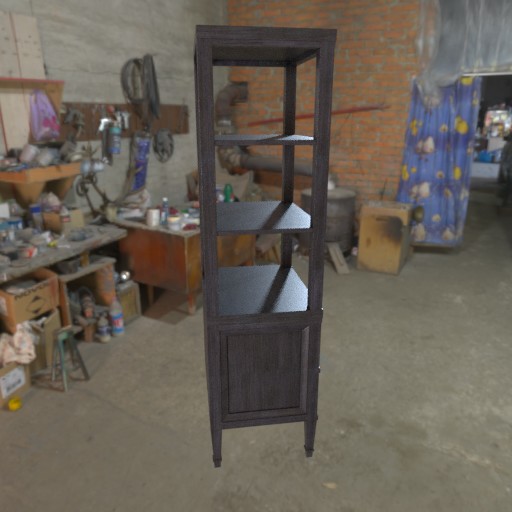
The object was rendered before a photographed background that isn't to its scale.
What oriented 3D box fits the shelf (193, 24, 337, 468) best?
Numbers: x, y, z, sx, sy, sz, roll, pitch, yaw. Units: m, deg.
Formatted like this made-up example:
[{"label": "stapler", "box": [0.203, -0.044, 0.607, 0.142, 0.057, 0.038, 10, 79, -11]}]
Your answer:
[{"label": "shelf", "box": [0.000, 0.000, 1.963, 0.472, 1.727, 0.584, -3, 17, -8]}]
